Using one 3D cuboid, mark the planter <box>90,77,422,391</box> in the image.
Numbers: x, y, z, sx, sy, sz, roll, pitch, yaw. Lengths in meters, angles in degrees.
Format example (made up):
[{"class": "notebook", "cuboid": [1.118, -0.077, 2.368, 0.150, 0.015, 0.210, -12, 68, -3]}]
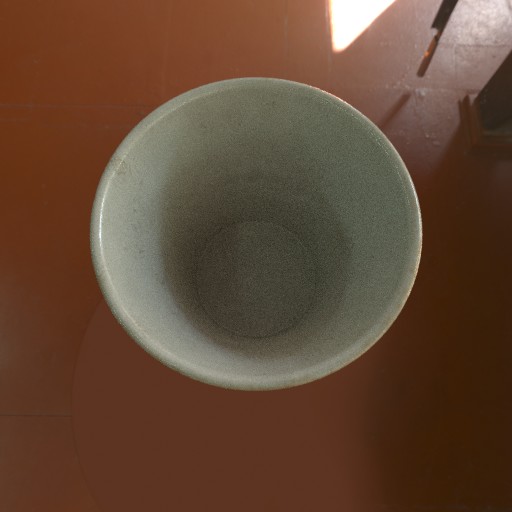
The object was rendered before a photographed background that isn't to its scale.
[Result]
[{"class": "planter", "cuboid": [0.000, 0.000, 0.336, 0.193, 0.165, 0.193, 0, 74, 0]}]
